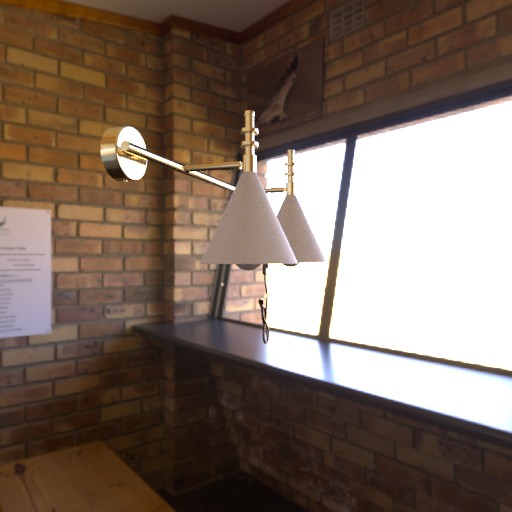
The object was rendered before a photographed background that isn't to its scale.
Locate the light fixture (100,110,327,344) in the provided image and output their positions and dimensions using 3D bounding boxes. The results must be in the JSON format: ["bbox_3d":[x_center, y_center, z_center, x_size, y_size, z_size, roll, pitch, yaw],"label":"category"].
[{"bbox_3d":[0.000,0.000,0.878,0.239,0.468,0.642,0,0,19],"label":"light fixture"}]
